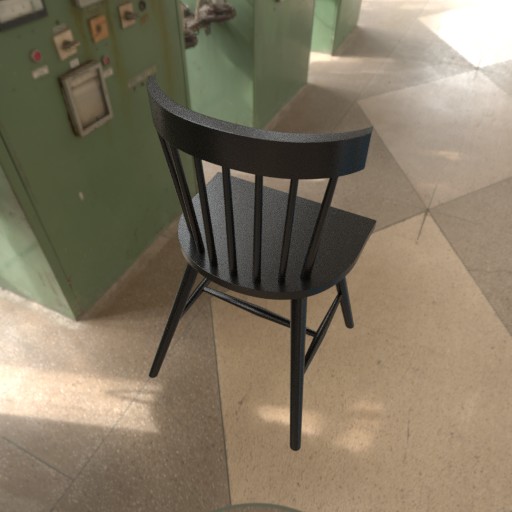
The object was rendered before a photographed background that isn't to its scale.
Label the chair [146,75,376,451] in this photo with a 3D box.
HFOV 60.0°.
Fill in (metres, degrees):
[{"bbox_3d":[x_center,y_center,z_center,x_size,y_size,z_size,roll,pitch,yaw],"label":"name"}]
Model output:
[{"bbox_3d":[0.000,0.000,1.130,0.506,0.844,0.483,20,48,19],"label":"chair"}]
